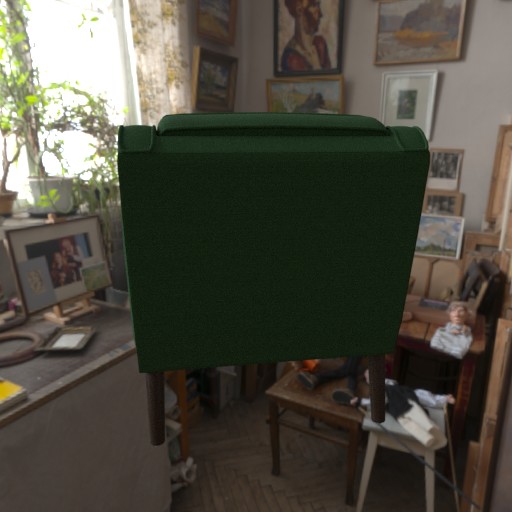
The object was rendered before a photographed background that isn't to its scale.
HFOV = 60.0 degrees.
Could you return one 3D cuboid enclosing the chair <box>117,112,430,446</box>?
[{"bbox_3d":[0.000,0.000,1.323,0.663,0.792,0.743,-2,15,-9],"label":"chair"}]
